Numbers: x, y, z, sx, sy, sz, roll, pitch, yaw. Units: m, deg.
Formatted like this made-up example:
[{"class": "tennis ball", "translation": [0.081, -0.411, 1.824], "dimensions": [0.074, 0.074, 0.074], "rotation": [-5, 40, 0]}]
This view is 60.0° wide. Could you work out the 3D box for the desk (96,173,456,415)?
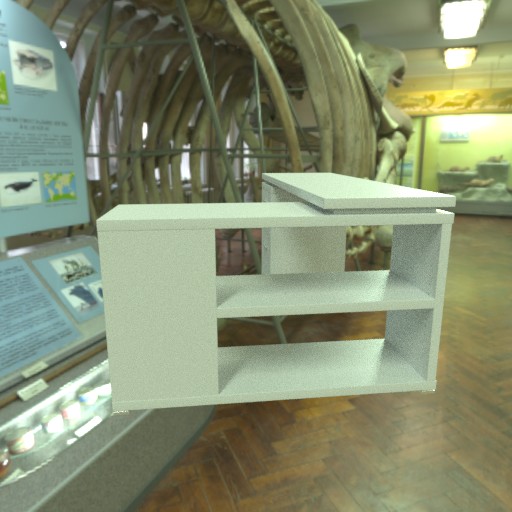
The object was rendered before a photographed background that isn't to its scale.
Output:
[{"class": "desk", "translation": [0.000, 0.000, 2.274], "dimensions": [1.200, 0.753, 1.524], "rotation": [-2, 14, -7]}]
